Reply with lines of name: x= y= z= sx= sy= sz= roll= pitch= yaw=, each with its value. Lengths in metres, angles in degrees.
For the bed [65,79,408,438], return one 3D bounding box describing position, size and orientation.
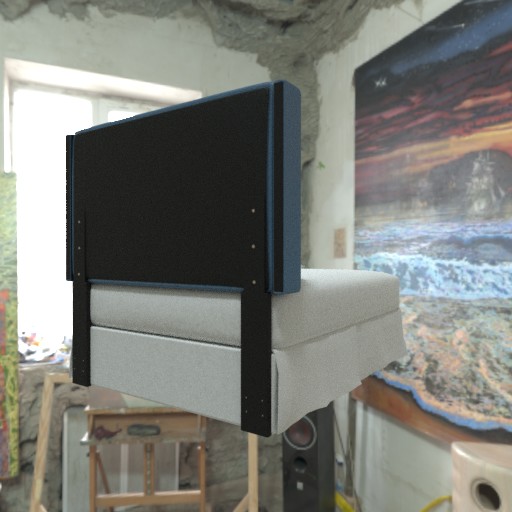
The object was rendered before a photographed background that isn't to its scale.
bed: x=0.000 y=0.000 z=3.340 sx=1.719 sy=1.665 sz=2.078 roll=0 pitch=1 yaw=34
